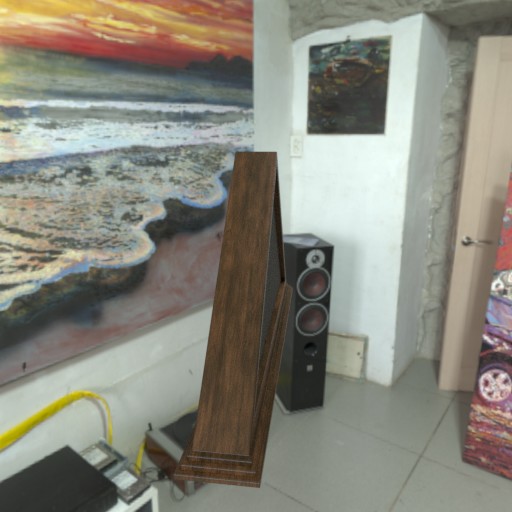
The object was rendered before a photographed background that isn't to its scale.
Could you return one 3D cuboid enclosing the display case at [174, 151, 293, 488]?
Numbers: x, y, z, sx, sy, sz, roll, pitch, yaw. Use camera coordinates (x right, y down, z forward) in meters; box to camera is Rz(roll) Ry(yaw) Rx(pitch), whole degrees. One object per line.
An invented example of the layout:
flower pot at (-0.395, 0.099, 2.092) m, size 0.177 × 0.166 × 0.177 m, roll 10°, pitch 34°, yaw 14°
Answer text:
display case at (0.000, 0.000, 0.742) m, size 0.095 × 0.340 × 0.640 m, roll 2°, pitch 15°, yaw 7°
